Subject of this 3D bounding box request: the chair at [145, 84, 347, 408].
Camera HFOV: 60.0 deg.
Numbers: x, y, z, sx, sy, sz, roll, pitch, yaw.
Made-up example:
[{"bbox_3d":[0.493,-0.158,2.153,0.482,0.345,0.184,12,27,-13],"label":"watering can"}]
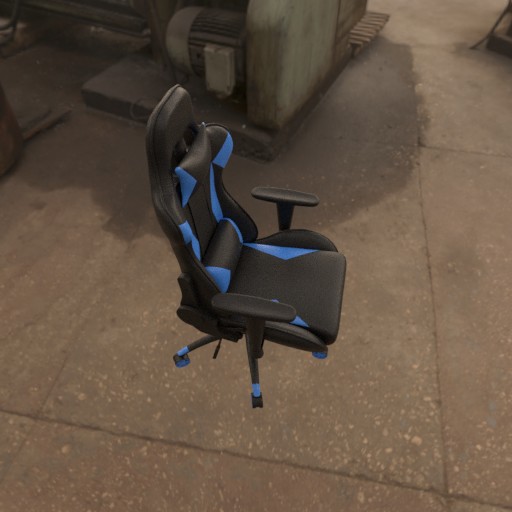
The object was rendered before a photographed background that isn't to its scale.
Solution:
[{"bbox_3d":[0.000,0.000,1.749,0.730,1.282,0.695,10,48,9],"label":"chair"}]
